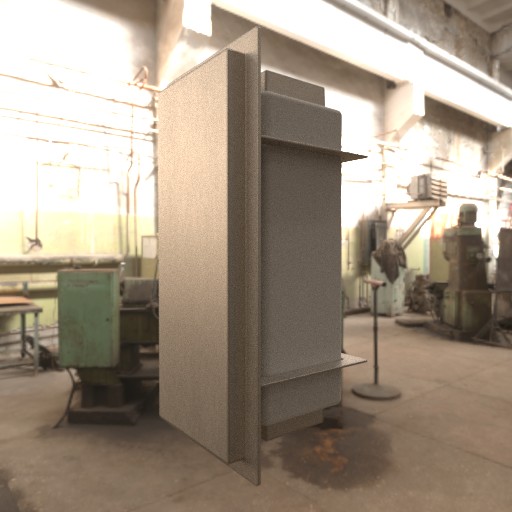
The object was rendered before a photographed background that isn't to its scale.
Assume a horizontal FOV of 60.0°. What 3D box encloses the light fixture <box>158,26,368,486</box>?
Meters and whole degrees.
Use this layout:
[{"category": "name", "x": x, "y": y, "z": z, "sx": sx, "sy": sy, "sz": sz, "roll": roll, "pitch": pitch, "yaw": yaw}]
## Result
[{"category": "light fixture", "x": 0.000, "y": 0.000, "z": 0.468, "sx": 0.160, "sy": 0.380, "sz": 0.168, "roll": -1, "pitch": 1, "yaw": -37}]
